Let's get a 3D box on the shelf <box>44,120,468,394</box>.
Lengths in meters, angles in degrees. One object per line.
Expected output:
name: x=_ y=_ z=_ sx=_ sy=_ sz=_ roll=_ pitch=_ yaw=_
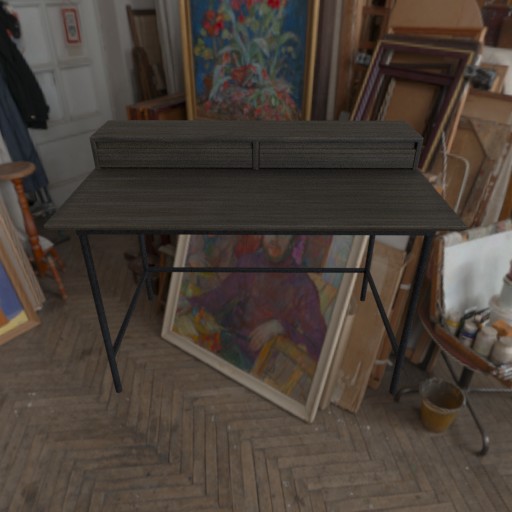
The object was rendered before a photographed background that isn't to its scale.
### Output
shelf: x=0.000 y=0.000 z=1.721 sx=1.212 sy=0.865 sz=0.685 roll=0 pitch=32 yaw=0
